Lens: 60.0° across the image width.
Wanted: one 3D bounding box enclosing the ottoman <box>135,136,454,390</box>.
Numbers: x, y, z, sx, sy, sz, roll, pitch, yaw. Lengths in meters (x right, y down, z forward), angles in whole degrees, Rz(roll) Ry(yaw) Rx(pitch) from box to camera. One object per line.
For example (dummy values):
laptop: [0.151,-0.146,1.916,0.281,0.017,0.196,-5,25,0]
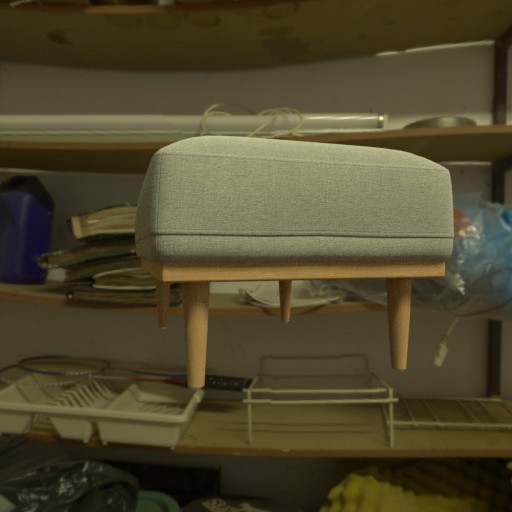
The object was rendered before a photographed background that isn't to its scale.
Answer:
ottoman: [0.000,0.000,1.071,0.549,0.428,0.749,0,0,-17]
